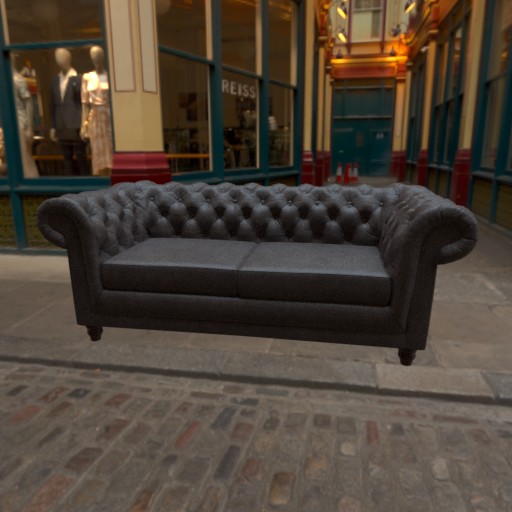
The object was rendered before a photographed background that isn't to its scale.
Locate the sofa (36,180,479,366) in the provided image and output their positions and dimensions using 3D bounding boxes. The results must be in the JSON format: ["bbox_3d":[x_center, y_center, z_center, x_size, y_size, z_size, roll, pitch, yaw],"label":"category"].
[{"bbox_3d":[0.000,0.000,2.494,2.048,0.779,0.944,2,14,10],"label":"sofa"}]
